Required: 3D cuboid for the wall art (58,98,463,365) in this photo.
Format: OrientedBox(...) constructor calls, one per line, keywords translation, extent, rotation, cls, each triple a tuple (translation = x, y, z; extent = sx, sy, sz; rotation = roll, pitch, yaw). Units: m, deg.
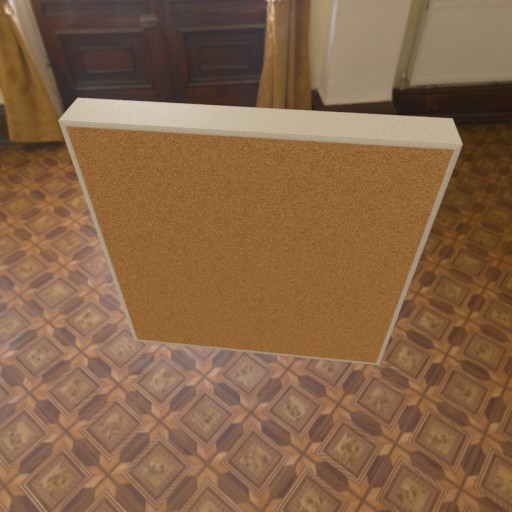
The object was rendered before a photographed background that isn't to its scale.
OrientedBox(translation=(0.000, 0.000, 0.454), extent=(0.305, 0.304, 0.038), rotation=(5, 46, 5), cls="wall art")
